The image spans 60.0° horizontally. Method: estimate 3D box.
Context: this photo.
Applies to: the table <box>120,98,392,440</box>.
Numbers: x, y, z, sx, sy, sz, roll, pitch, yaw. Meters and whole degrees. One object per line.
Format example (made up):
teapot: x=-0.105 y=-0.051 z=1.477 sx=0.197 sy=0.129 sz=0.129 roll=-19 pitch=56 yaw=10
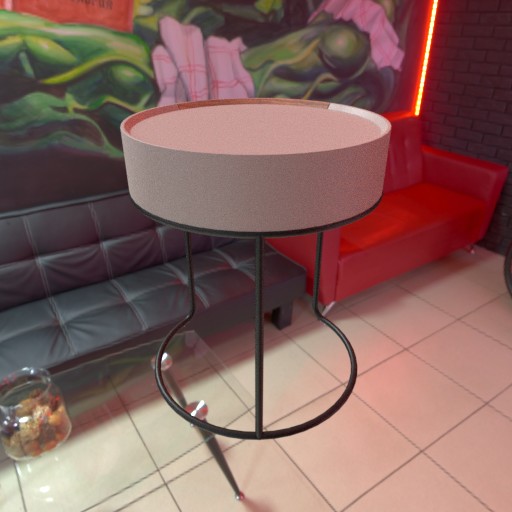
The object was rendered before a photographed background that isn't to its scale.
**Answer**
table: x=0.000 y=0.000 z=0.881 sx=0.450 sy=0.530 sz=0.450 roll=0 pitch=28 yaw=0
